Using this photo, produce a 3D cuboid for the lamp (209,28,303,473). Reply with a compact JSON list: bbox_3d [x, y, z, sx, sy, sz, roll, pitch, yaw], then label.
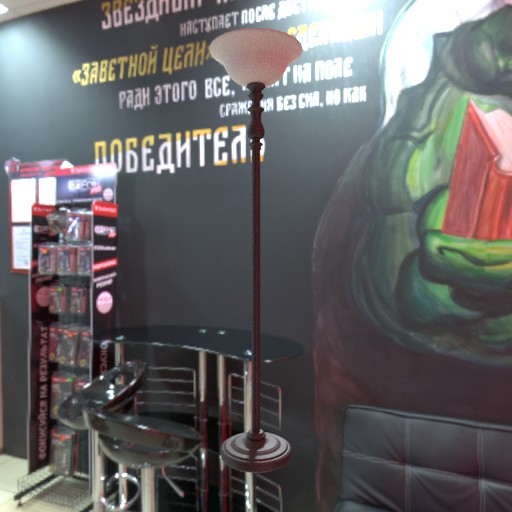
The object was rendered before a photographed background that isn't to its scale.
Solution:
[{"bbox_3d":[0.000,0.000,1.959,0.405,1.797,0.405,-1,2,-35],"label":"lamp"}]
